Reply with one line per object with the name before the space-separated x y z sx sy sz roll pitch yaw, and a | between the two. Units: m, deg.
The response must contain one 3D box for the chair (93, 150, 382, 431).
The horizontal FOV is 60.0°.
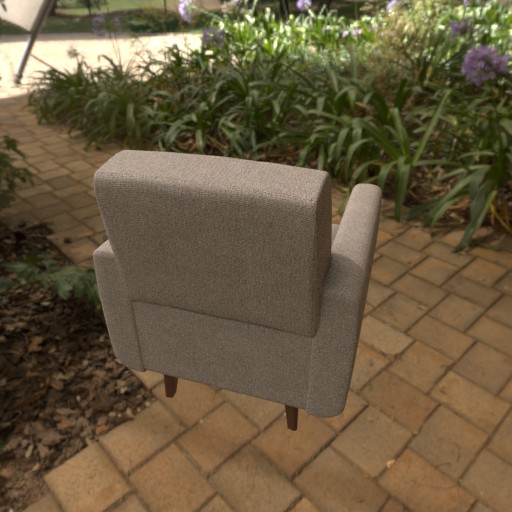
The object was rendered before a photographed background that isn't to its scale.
chair | 0.000 0.000 1.670 0.845 0.968 0.942 9 32 15
